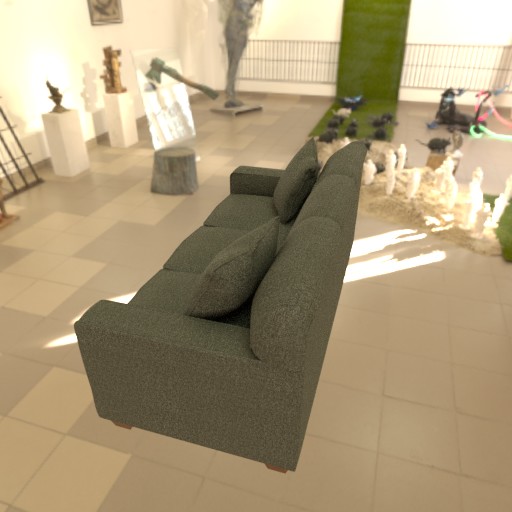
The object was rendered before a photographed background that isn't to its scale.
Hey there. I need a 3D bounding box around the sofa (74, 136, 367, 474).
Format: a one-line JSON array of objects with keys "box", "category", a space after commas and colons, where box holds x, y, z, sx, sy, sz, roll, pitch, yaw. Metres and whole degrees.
[{"box": [0.000, 0.000, 2.555, 0.997, 0.958, 2.024, 9, 31, 15], "category": "sofa"}]
